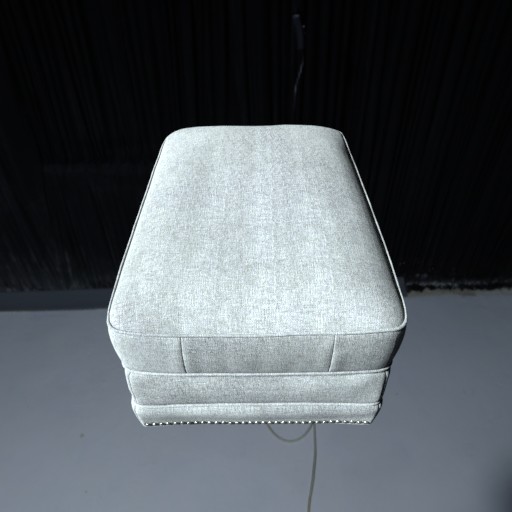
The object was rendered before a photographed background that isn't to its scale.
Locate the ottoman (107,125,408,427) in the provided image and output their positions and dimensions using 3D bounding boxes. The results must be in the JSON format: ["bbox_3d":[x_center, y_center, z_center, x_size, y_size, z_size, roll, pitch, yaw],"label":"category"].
[{"bbox_3d":[0.000,0.000,1.179,0.561,0.457,0.813,0,42,0],"label":"ottoman"}]
